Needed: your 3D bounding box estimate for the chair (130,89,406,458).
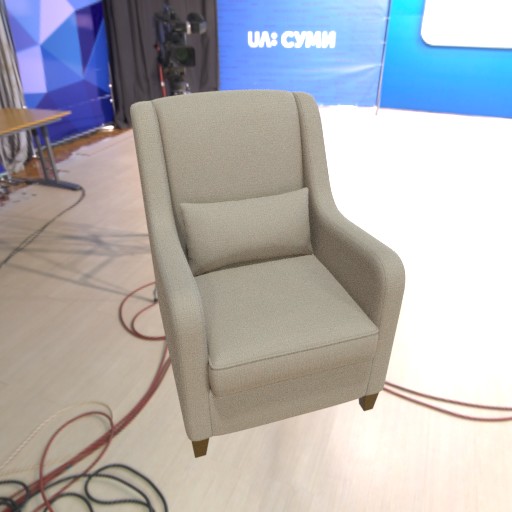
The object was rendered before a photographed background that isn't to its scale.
[{"bbox_3d":[0.000,0.000,1.628,0.715,1.017,0.896,-9,32,-15],"label":"chair"}]
